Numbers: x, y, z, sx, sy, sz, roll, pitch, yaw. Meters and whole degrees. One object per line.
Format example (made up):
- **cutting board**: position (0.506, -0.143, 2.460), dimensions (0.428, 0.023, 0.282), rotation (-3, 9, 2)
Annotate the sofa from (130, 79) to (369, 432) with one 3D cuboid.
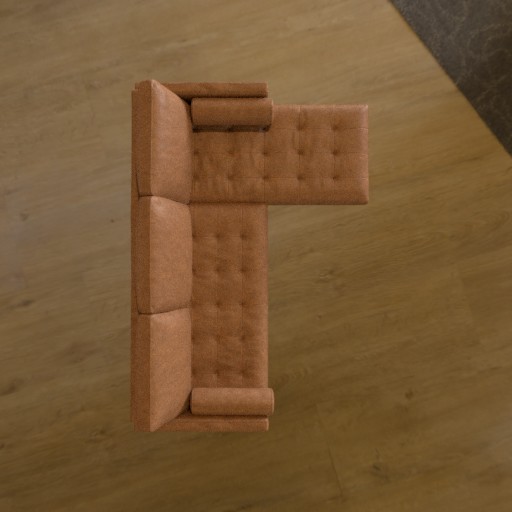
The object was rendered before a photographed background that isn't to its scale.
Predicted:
- **sofa**: position (0.000, 0.000, 2.903), dimensions (1.506, 0.876, 2.178), rotation (0, 89, 0)
